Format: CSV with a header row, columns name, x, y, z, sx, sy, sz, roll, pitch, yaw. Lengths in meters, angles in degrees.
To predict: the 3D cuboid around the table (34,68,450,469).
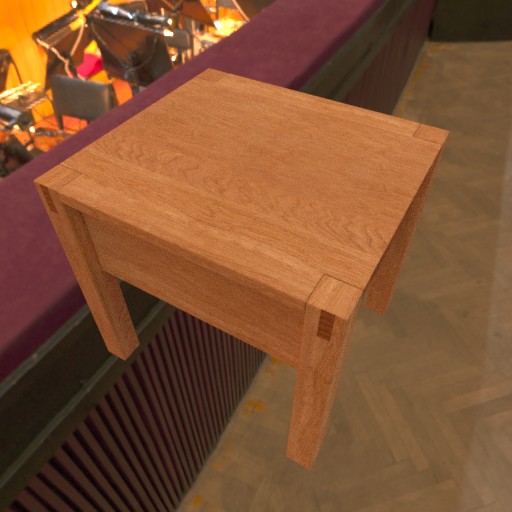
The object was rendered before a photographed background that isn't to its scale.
name,x,y,z,sx,sy,sz,roll,pitch,yaw
table,0.000,0.000,0.840,0.480,0.450,0.440,23,50,21
